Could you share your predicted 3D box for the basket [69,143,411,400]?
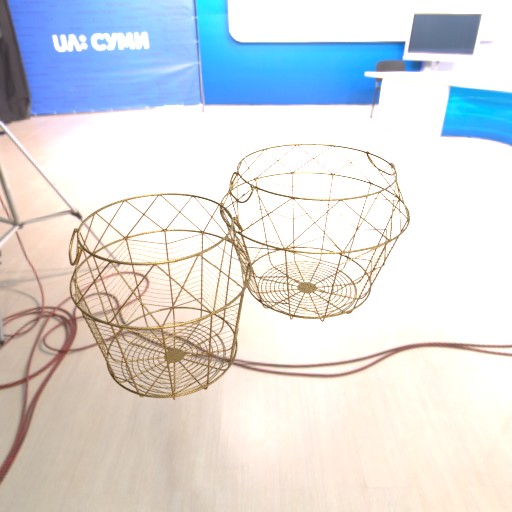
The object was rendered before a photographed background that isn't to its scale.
[{"bbox_3d":[0.000,0.000,1.012,0.805,0.343,0.451,-23,38,-33],"label":"basket"}]
